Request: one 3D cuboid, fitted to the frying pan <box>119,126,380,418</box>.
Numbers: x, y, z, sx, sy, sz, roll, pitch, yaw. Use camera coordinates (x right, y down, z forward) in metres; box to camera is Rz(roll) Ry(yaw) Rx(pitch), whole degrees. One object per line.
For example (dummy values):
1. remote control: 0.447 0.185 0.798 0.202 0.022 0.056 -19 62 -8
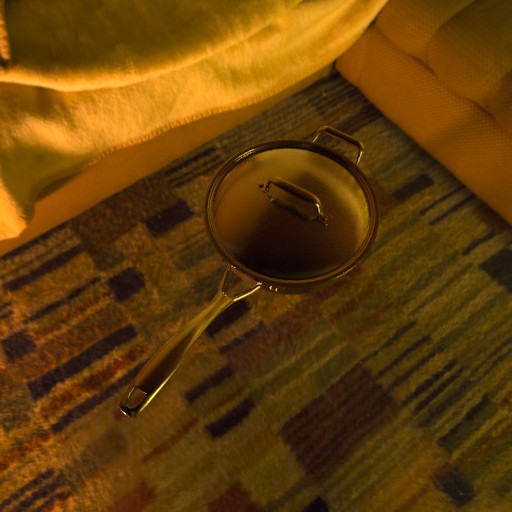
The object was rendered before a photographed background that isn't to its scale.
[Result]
1. frying pan: 0.000 0.000 0.670 0.280 0.114 0.561 30 66 15
